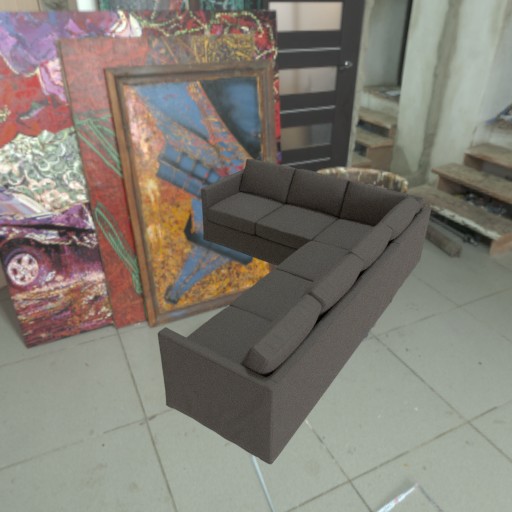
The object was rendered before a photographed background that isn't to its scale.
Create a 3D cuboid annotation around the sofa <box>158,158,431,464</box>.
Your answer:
[{"bbox_3d":[0.000,0.000,4.349,2.432,0.871,3.182,19,35,30],"label":"sofa"}]
